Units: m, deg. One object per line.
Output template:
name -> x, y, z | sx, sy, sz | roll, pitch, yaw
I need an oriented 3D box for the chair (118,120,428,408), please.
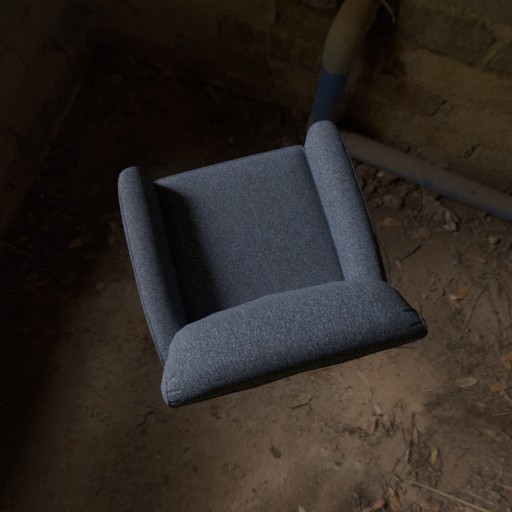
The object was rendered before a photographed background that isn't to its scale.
chair -> 0.000, 0.000, 1.592 | 0.839, 1.016, 0.850 | -15, 76, -4
